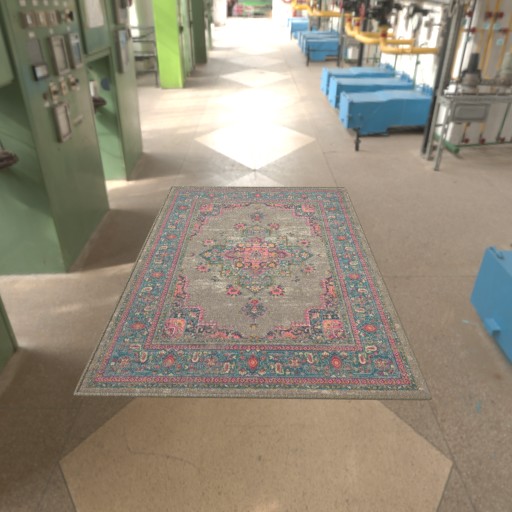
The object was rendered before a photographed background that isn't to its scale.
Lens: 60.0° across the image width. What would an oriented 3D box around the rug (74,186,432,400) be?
[{"bbox_3d":[0.000,0.000,2.152,1.144,0.014,1.748,0,31,1],"label":"rug"}]
